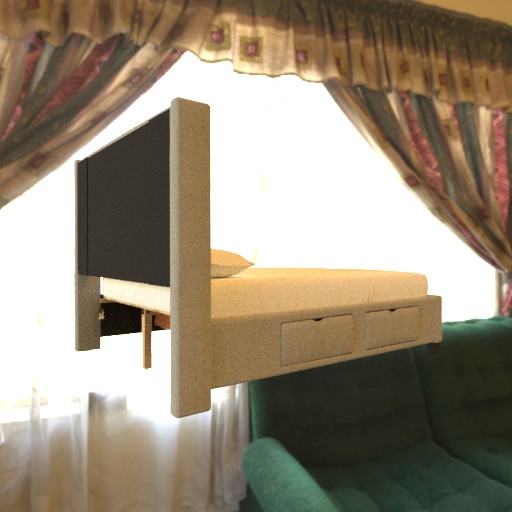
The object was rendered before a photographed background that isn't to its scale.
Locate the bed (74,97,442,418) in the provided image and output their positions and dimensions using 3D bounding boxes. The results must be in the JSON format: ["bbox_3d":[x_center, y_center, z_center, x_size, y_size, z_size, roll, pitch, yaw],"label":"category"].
[{"bbox_3d":[0.000,0.000,3.395,2.222,1.491,1.774,0,1,-37],"label":"bed"}]
